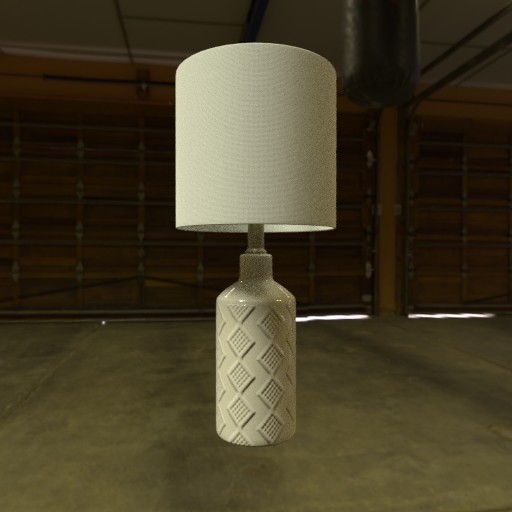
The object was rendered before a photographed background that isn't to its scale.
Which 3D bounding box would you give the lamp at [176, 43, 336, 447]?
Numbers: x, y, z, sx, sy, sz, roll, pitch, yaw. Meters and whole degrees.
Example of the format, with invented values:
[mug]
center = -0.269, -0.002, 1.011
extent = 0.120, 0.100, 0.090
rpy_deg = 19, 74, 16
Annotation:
[lamp]
center = 0.000, 0.000, 0.582
extent = 0.207, 0.461, 0.207
rpy_deg = 0, 1, 36
